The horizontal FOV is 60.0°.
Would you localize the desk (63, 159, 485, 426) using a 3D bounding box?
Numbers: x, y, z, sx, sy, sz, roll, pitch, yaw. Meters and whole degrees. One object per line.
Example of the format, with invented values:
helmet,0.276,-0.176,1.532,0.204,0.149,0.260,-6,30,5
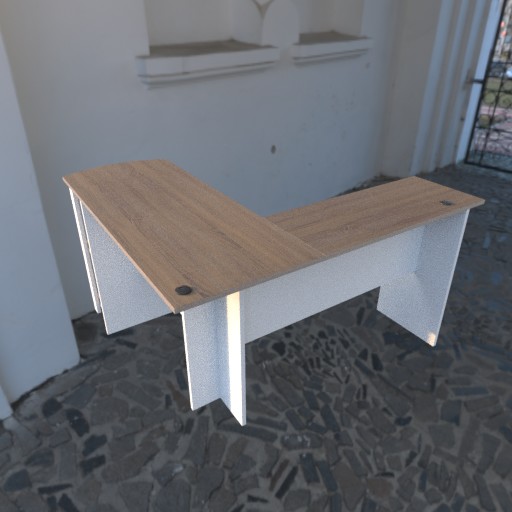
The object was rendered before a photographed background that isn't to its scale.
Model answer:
desk,0.000,0.000,2.111,1.361,0.716,1.303,-18,34,-29
